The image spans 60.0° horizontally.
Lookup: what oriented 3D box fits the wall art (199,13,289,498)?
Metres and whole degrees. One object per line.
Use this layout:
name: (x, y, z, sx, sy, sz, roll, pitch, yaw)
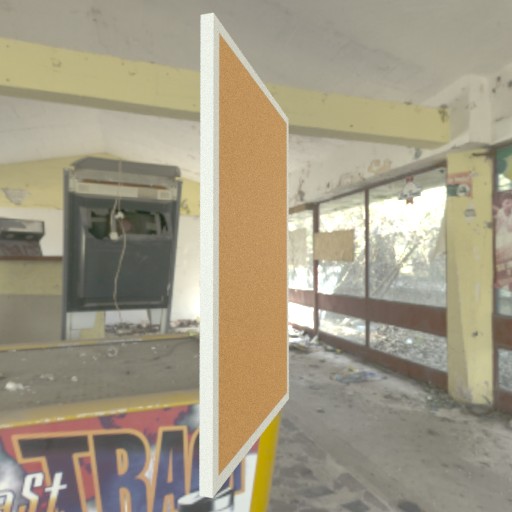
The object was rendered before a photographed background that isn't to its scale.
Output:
wall art: (0.000, 0.000, 0.542, 0.013, 0.433, 0.303, 0, -1, 17)
